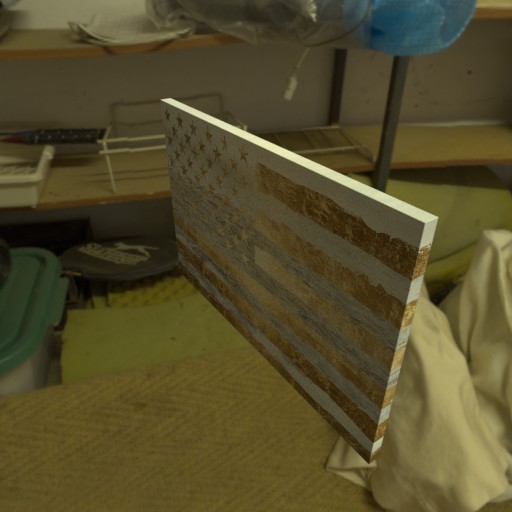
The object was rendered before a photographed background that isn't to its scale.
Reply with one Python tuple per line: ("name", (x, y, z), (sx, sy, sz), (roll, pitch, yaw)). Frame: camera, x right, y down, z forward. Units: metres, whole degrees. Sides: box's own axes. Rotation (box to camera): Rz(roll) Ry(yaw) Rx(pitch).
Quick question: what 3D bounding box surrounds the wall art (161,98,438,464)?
("wall art", (0.000, 0.000, 1.429), (0.041, 0.762, 1.145), (-21, 38, -29))
